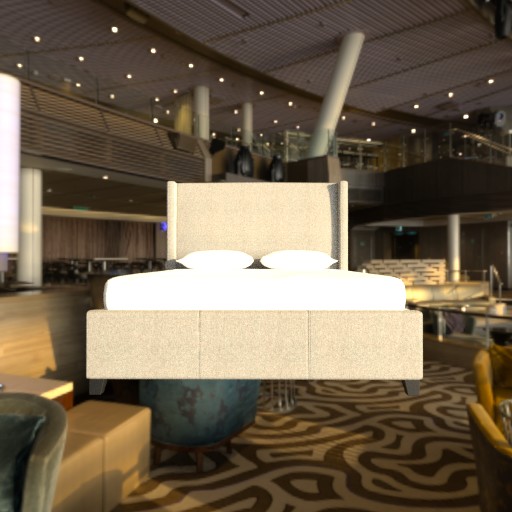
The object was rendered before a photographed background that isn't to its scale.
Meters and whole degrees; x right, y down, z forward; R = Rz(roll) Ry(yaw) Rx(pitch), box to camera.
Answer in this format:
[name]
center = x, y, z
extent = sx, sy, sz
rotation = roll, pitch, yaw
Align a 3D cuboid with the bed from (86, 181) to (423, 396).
[bed]
center = 0.000, 0.000, 3.410
extent = 1.774, 1.491, 2.222
rotation = 0, 0, 1
